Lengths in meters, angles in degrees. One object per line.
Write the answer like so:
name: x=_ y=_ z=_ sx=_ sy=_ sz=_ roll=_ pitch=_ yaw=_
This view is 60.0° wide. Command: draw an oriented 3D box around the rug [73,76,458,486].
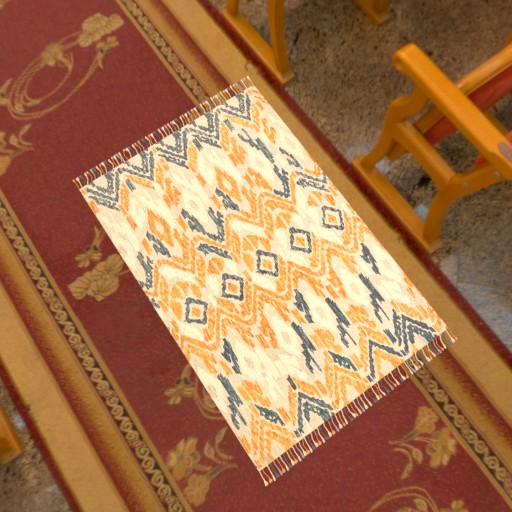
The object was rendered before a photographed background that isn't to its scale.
rug: x=0.000 y=0.000 z=3.026 sx=1.533 sy=0.010 sz=2.428 roll=-34 pitch=78 yaw=-9
